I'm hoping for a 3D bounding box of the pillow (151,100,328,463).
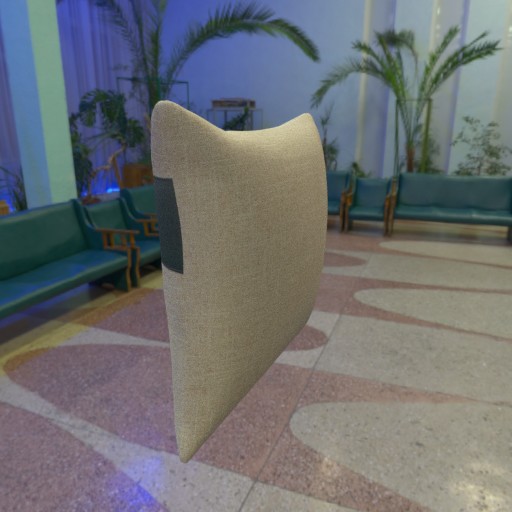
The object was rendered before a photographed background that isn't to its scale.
[{"bbox_3d":[0.000,0.000,0.631,0.173,0.399,0.414,7,18,24],"label":"pillow"}]
